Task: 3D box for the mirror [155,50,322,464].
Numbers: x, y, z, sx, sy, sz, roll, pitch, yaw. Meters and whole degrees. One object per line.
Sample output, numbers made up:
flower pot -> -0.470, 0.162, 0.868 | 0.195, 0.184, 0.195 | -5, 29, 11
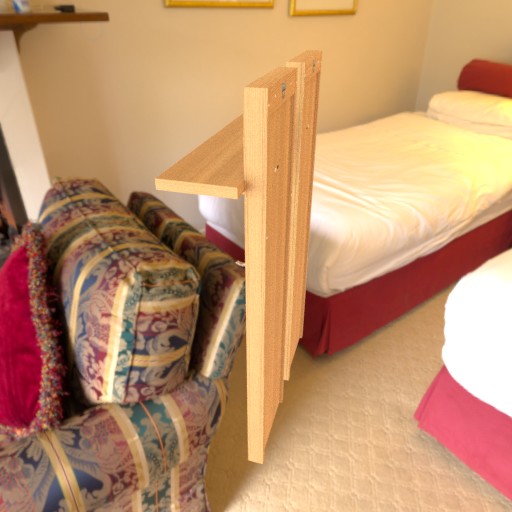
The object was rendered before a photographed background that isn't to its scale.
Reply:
mirror -> 0.000, 0.000, 1.553 | 0.260, 1.250, 0.800 | 9, 32, 14
